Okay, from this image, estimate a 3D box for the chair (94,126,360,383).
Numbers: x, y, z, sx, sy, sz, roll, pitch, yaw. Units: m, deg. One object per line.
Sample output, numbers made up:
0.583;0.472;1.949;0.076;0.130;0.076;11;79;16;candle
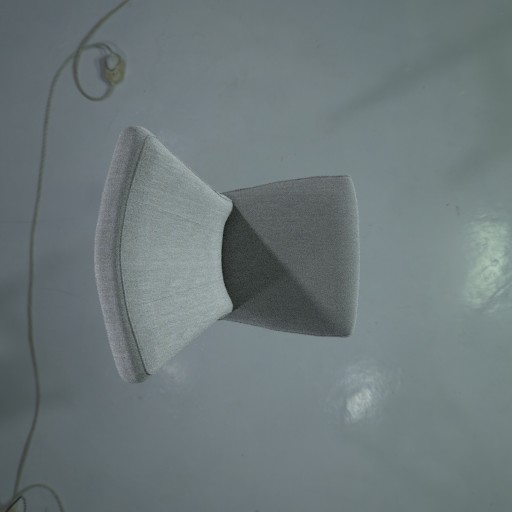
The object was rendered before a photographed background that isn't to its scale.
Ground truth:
0.000;0.000;1.361;0.660;0.991;0.520;0;90;0;chair
